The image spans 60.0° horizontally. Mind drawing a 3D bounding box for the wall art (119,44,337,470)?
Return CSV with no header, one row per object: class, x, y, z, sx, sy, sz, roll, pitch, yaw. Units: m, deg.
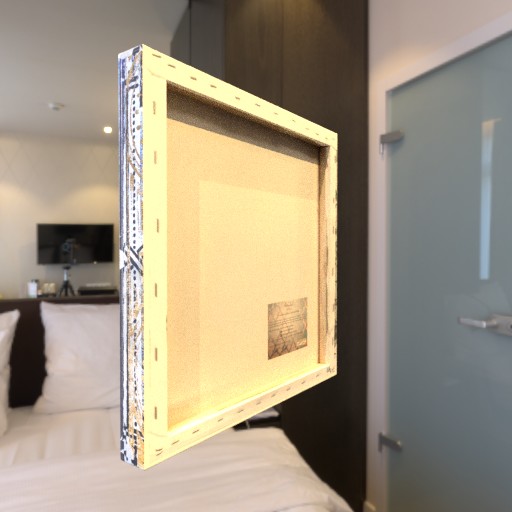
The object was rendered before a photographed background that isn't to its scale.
wall art,0.000,0.000,0.600,0.038,0.410,0.411,1,1,37
